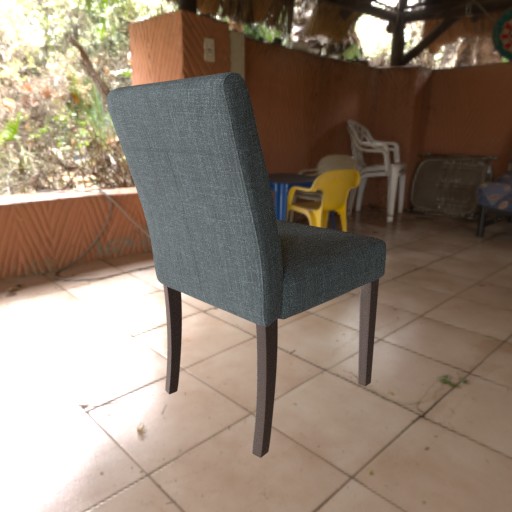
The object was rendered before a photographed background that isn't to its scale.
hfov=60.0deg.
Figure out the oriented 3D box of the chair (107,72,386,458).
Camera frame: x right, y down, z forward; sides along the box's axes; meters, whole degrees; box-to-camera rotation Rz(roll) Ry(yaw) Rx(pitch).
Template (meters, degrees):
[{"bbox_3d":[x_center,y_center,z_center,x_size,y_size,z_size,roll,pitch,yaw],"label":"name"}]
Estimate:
[{"bbox_3d":[0.000,0.000,1.245,0.629,0.884,0.487,-15,22,-43],"label":"chair"}]
